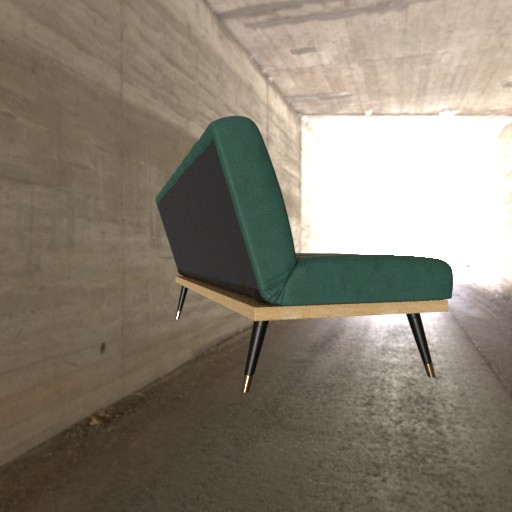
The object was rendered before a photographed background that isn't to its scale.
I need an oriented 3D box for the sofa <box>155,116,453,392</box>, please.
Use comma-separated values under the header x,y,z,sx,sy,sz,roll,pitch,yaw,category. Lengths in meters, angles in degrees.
x,y,z,sx,sy,sz,roll,pitch,yaw,category
0.000,0.000,2.192,0.830,0.820,1.810,0,0,-18,sofa
